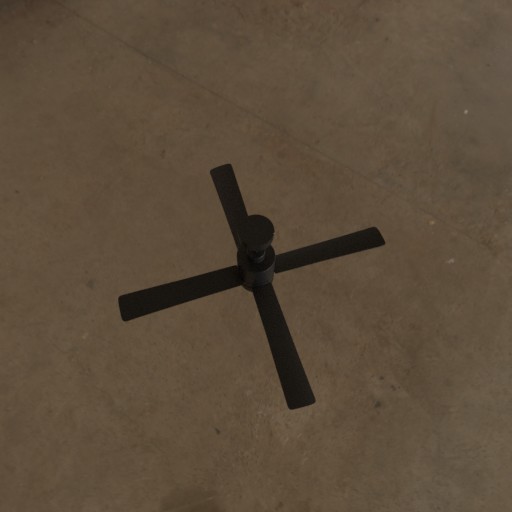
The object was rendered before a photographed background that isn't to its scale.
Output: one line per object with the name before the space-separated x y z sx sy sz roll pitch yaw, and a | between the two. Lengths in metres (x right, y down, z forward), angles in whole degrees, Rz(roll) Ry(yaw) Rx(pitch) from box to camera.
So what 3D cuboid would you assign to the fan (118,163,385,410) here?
fan | 0.000 0.000 2.311 1.525 0.534 1.525 -15 64 -8
